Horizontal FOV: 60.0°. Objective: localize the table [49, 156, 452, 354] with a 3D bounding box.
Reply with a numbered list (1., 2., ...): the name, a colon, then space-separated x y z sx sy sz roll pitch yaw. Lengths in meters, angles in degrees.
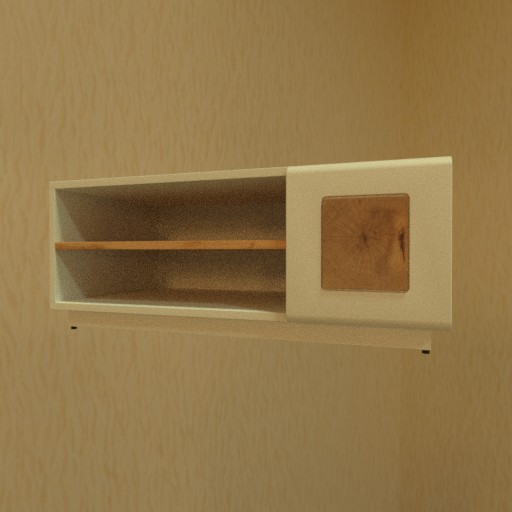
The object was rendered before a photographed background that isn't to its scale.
1. table: 0.000 0.000 1.418 1.097 0.442 0.639 0 1 19
